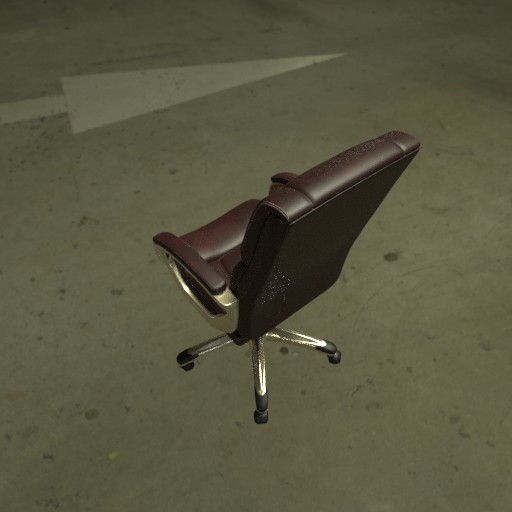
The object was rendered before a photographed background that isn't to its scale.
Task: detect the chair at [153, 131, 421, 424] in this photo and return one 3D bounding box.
[{"bbox_3d":[0.000,0.000,1.551,0.662,1.107,0.739,-31,53,-27],"label":"chair"}]
